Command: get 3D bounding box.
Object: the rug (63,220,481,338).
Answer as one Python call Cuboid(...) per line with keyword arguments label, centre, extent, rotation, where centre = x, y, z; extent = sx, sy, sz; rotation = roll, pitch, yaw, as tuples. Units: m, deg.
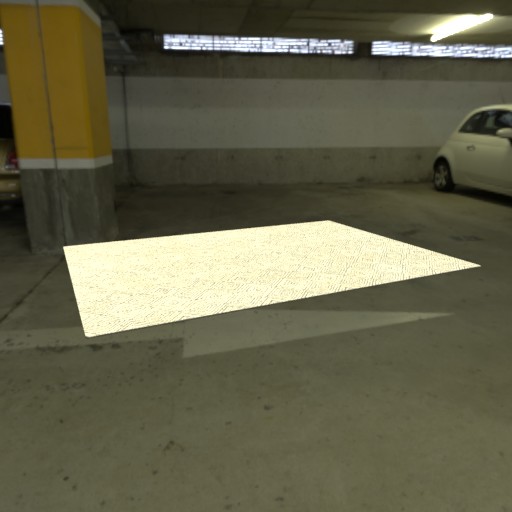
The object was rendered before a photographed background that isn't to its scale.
Cuboid(label="rug", centre=(0.000, 0.000, 2.887), extent=(2.238, 0.008, 1.593), rotation=(-7, 17, -25))
